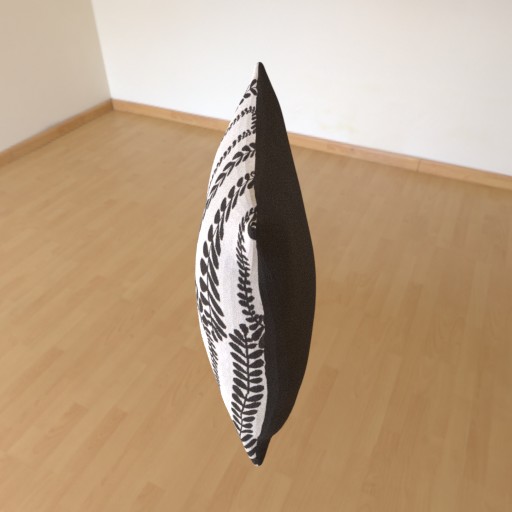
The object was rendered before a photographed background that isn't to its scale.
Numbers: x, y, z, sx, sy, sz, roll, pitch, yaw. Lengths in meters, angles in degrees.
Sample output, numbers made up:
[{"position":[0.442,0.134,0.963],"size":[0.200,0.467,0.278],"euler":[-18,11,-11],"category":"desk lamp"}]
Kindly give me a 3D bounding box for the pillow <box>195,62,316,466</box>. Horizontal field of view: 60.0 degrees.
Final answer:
[{"position":[0.000,0.000,0.668],"size":[0.182,0.441,0.440],"euler":[1,40,1],"category":"pillow"}]
